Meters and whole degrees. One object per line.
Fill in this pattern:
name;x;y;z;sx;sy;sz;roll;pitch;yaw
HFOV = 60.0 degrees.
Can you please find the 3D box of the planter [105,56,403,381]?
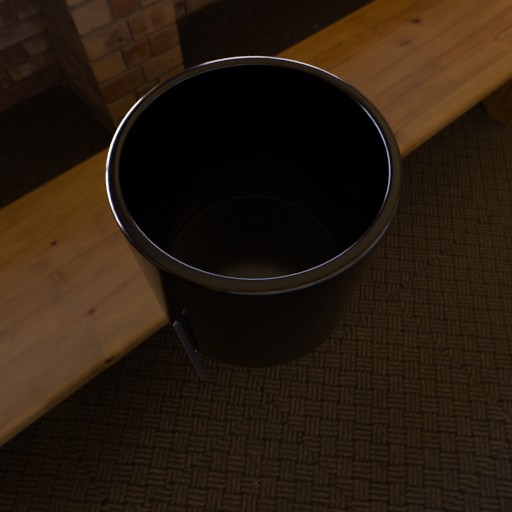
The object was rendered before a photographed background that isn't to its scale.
planter;0.000;0.000;0.636;0.310;0.432;0.310;17;64;9
